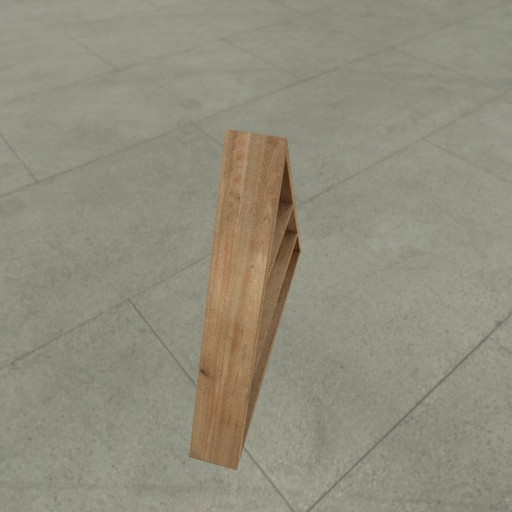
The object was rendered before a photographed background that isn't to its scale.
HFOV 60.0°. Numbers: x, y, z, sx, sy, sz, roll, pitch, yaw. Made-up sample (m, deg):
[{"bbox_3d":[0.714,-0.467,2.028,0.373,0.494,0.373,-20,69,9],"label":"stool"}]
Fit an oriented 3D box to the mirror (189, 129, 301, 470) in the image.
[{"bbox_3d":[0.000,0.000,0.885,0.100,0.548,0.631,11,47,11],"label":"mirror"}]
